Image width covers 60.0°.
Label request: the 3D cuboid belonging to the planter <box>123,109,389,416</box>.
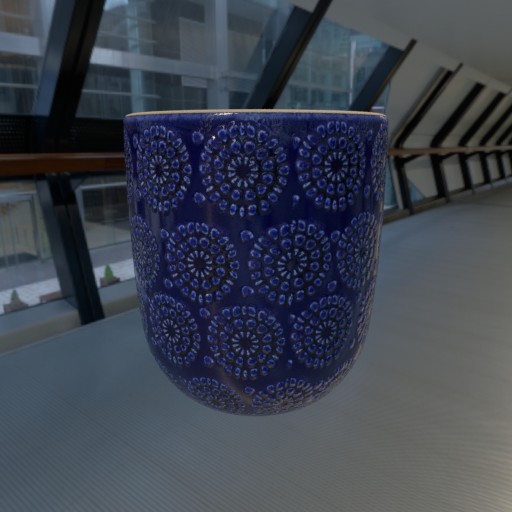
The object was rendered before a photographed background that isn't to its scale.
[{"bbox_3d":[0.000,0.000,0.342,0.184,0.206,0.184,0,15,0],"label":"planter"}]
